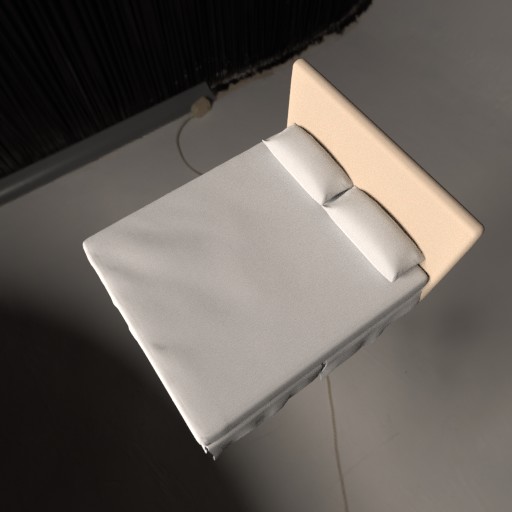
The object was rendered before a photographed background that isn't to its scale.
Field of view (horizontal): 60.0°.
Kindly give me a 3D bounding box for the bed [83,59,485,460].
[{"bbox_3d":[0.000,0.000,3.286,2.142,1.330,1.884,-32,68,-15],"label":"bed"}]
